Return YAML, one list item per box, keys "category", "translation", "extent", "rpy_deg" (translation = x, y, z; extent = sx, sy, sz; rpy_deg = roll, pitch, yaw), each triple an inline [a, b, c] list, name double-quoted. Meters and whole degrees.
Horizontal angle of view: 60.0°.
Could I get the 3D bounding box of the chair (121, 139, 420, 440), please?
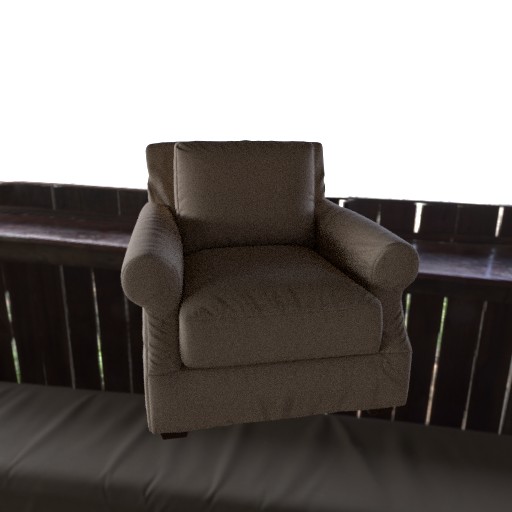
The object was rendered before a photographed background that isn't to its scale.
- category: "chair"
  translation: [0.000, 0.000, 1.725]
  extent: [0.940, 0.866, 1.066]
  rpy_deg: [-3, 16, -10]
